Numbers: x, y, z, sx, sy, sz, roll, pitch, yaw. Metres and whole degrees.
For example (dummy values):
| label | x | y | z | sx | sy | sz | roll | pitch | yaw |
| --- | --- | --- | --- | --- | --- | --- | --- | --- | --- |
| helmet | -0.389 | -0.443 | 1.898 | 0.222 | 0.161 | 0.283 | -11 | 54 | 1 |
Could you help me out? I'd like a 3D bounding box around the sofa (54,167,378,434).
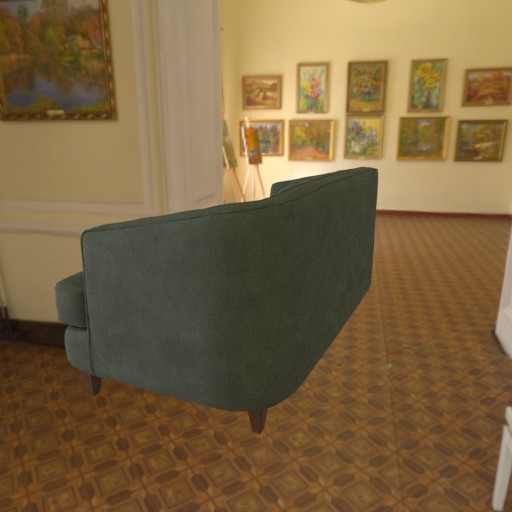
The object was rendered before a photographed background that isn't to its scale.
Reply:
| label | x | y | z | sx | sy | sz | roll | pitch | yaw |
| --- | --- | --- | --- | --- | --- | --- | --- | --- | --- |
| sofa | 0.000 | 0.000 | 2.233 | 0.941 | 0.855 | 1.733 | 7 | 17 | 25 |
